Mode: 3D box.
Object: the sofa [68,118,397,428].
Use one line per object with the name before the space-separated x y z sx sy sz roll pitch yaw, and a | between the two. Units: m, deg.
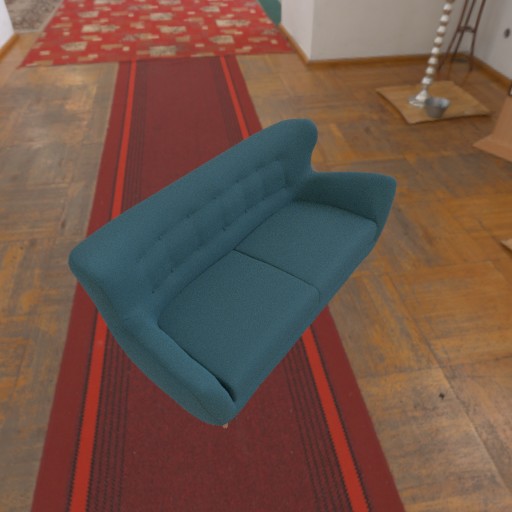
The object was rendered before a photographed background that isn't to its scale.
sofa | 0.000 0.000 2.517 0.889 0.890 1.930 25 46 26
